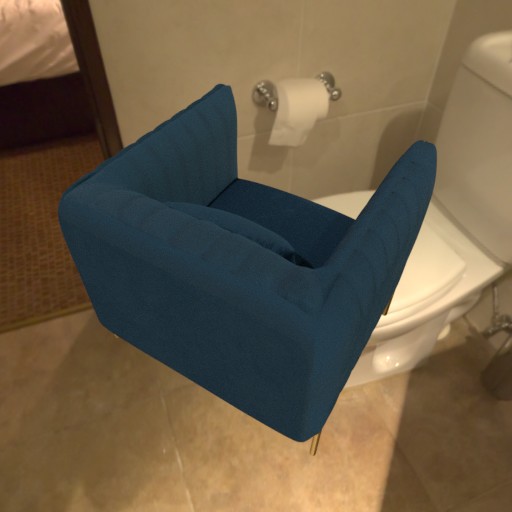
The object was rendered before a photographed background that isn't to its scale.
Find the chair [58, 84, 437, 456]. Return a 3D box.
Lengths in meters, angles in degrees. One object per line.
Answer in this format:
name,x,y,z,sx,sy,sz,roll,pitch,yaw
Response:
chair,0.000,0.000,1.601,0.947,0.793,0.877,24,50,22
